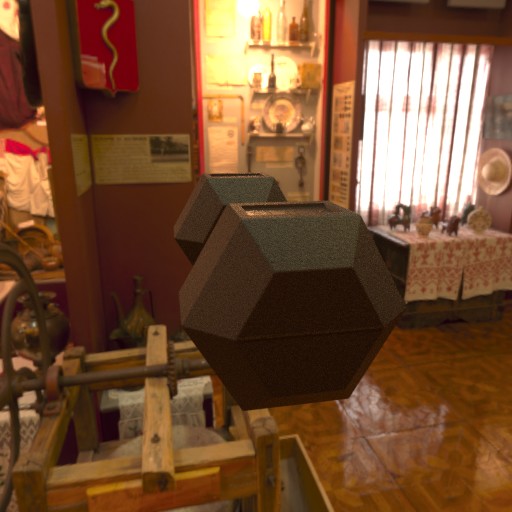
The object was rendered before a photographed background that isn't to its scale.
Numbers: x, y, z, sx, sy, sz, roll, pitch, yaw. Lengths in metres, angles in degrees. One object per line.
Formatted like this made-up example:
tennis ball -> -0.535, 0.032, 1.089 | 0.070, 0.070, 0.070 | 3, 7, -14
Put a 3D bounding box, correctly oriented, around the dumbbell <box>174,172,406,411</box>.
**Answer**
dumbbell -> 0.000, 0.000, 0.444 | 0.157, 0.137, 0.361 | -3, 16, -11
